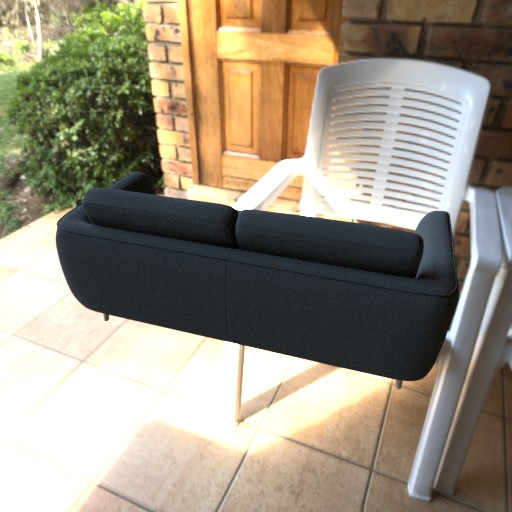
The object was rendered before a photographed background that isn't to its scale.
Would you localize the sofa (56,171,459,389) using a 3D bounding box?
[{"bbox_3d":[0.000,0.000,2.451,2.000,0.850,0.920,10,33,15],"label":"sofa"}]
